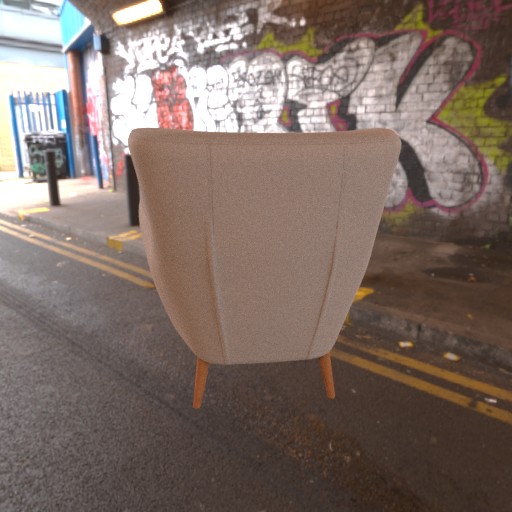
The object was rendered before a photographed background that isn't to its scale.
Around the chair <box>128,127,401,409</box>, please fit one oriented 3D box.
[{"bbox_3d":[0.000,0.000,1.618,0.890,0.889,0.889,-2,15,-7],"label":"chair"}]
